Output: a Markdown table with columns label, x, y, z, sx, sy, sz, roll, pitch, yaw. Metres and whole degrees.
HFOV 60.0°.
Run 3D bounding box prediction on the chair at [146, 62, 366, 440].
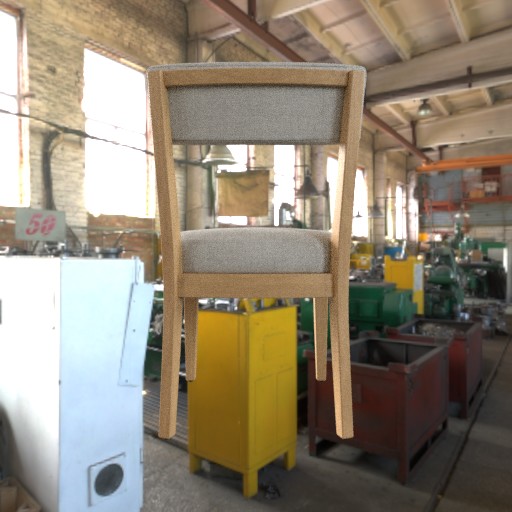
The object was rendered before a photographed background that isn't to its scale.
| label | x | y | z | sx | sy | sz | roll | pitch | yaw |
| --- | --- | --- | --- | --- | --- | --- | --- | --- | --- |
| chair | 0.000 | 0.000 | 1.191 | 0.508 | 0.832 | 0.572 | 0 | 1 | 0 |
